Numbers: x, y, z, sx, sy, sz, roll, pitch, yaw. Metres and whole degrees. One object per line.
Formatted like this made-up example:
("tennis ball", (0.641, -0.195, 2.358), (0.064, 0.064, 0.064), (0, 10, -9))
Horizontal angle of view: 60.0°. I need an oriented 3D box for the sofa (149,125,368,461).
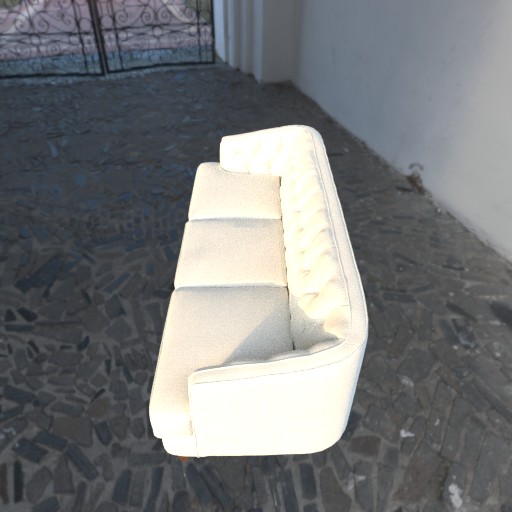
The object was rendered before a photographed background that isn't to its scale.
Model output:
("sofa", (0.000, 0.000, 2.737), (0.941, 0.855, 2.278), (0, 40, 0))
